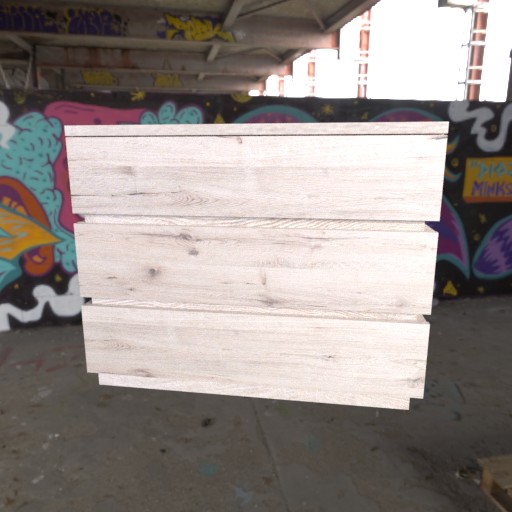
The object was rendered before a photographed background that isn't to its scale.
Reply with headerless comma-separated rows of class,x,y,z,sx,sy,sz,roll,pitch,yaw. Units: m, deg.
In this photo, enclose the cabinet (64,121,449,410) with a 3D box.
cabinet,0.000,0.000,1.478,1.040,0.820,0.420,2,13,9
